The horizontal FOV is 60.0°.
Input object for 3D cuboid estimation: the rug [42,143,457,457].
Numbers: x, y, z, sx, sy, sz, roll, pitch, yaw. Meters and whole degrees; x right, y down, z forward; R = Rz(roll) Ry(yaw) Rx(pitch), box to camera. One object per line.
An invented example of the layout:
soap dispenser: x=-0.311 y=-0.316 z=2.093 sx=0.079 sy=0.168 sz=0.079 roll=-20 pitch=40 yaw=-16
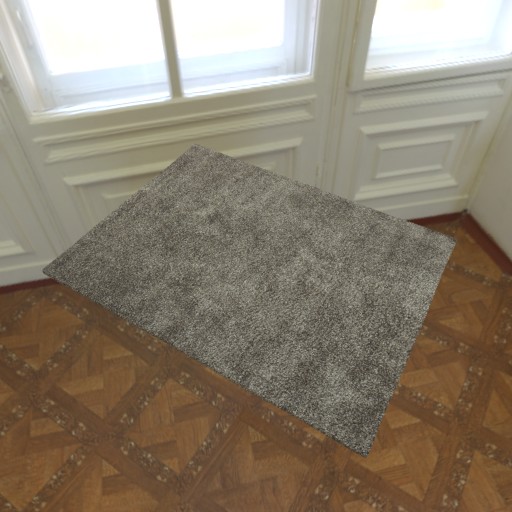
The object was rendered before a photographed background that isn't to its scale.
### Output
rug: x=0.000 y=0.000 z=2.125 sx=1.601 sy=0.025 sz=1.198 roll=24 pitch=52 yaw=20
